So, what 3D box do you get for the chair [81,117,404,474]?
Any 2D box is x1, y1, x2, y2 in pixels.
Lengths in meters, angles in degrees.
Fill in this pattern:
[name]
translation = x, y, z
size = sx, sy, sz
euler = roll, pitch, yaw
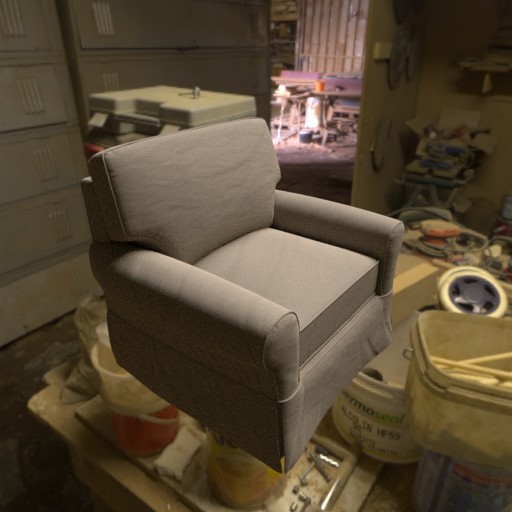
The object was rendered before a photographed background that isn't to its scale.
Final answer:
[chair]
translation = 0.000, 0.000, 1.903
size = 0.988, 1.017, 1.135
euler = 18, 32, 33
